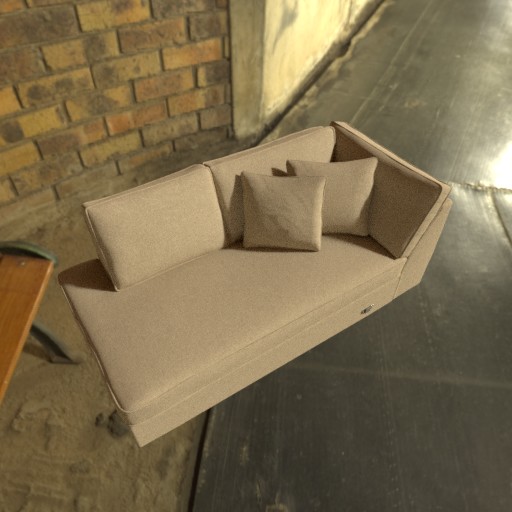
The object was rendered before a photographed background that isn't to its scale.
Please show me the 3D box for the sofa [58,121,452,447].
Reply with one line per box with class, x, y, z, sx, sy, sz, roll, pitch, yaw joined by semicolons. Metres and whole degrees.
sofa;0.000;0.000;2.812;2.237;1.033;1.110;-25;50;-22
